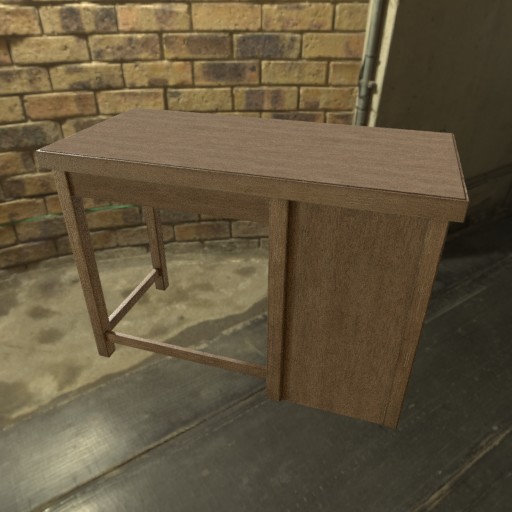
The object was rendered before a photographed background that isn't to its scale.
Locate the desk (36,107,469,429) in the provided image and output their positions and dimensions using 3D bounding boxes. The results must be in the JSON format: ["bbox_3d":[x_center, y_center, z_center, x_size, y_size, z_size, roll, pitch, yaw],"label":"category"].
[{"bbox_3d":[0.000,0.000,1.737,1.289,0.912,0.610,9,33,15],"label":"desk"}]
